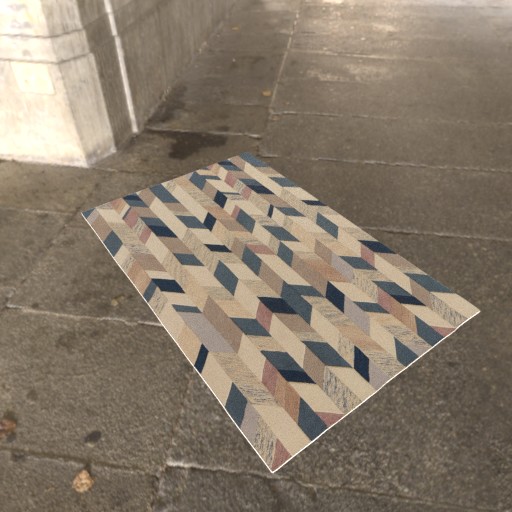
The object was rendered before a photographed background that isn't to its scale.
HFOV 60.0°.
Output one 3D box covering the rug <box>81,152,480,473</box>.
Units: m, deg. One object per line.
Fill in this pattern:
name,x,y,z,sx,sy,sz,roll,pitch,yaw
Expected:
rug,0.000,0.000,2.288,1.202,0.006,1.813,-26,48,-26
